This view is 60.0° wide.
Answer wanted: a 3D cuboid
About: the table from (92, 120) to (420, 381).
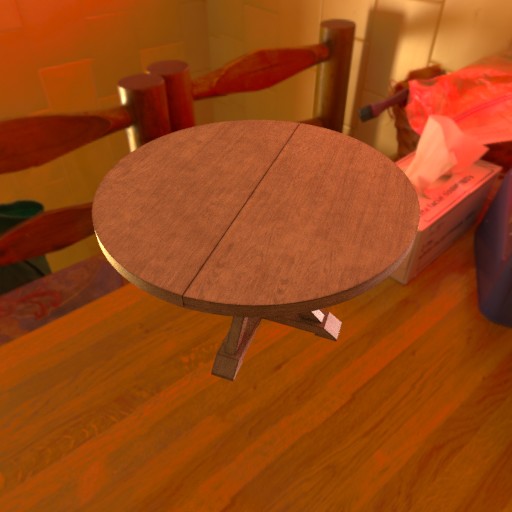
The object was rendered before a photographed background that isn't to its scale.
[{"bbox_3d":[0.000,0.000,2.161,1.363,0.781,1.363,0,41,0],"label":"table"}]
